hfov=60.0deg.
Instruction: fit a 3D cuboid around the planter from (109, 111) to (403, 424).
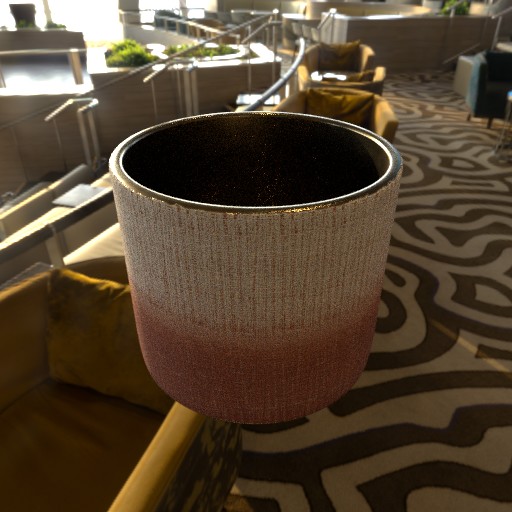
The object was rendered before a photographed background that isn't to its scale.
[{"bbox_3d":[0.000,0.000,0.314,0.178,0.157,0.178,0,33,0],"label":"planter"}]
